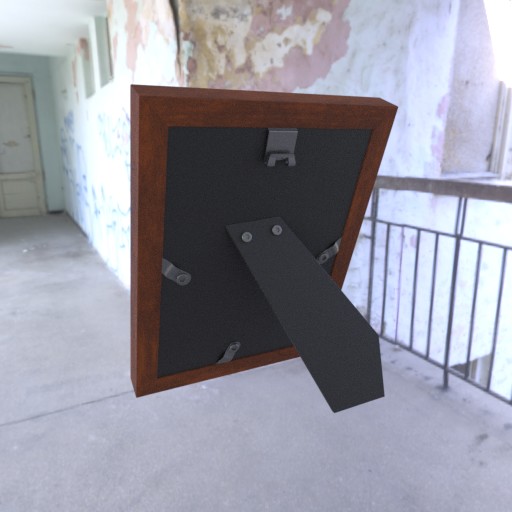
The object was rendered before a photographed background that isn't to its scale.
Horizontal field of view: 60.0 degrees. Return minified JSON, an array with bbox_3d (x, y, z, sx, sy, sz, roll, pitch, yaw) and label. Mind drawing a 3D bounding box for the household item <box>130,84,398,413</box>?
[{"bbox_3d":[0.000,0.000,0.298,0.160,0.204,0.096,-7,16,-26],"label":"household item"}]
